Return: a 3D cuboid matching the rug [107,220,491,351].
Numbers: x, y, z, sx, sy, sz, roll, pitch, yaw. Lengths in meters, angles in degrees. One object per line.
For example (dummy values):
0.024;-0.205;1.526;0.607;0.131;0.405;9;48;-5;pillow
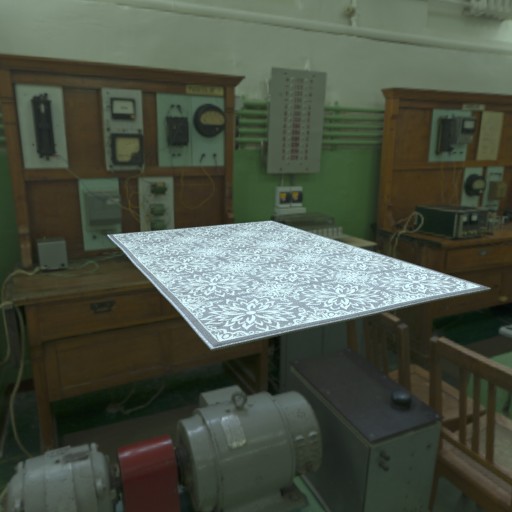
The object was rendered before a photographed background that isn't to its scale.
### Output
0.000;0.000;3.479;1.819;0.018;2.746;-7;16;-26;rug
